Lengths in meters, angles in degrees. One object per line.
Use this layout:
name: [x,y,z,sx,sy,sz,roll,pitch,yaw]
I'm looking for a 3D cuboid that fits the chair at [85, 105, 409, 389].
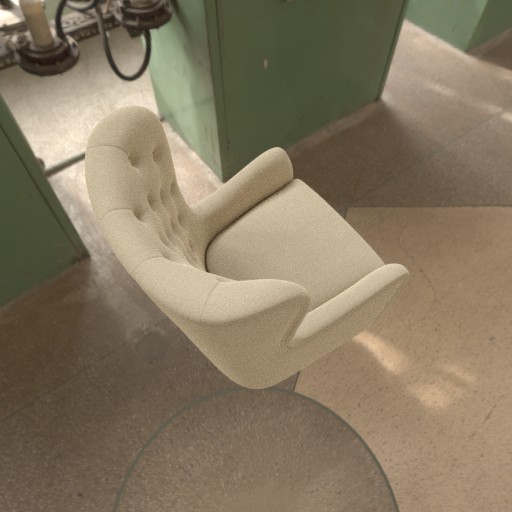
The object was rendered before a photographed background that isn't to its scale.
chair: [0.000,0.000,1.700,0.929,1.079,0.831,-31,63,-18]
